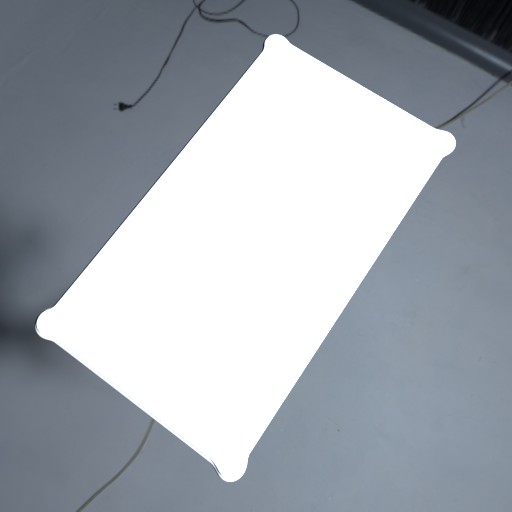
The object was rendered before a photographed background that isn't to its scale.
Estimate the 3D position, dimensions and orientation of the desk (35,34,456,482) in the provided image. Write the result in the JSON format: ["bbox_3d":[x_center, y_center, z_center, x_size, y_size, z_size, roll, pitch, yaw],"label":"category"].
[{"bbox_3d":[0.000,0.000,1.850,0.807,0.762,1.380,34,78,8],"label":"desk"}]
